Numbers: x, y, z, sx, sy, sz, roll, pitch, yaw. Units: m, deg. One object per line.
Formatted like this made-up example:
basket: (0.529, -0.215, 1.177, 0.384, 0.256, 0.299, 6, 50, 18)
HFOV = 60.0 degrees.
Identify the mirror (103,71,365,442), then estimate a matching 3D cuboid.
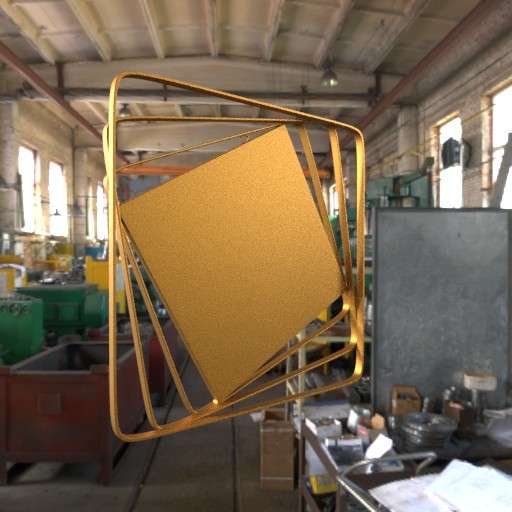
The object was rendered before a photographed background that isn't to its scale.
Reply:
mirror: (0.000, 0.000, 0.691, 0.470, 0.468, 0.045, 0, 1, -37)
